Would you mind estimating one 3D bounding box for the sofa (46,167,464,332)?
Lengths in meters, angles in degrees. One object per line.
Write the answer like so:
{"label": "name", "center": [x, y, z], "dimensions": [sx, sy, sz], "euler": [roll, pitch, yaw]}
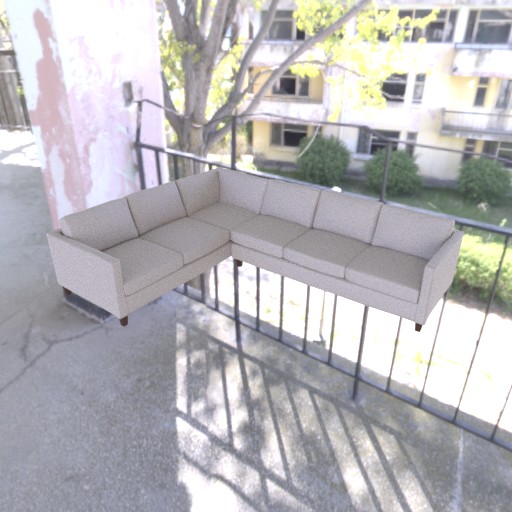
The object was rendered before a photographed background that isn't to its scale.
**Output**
{"label": "sofa", "center": [0.000, 0.000, 4.318], "dimensions": [3.182, 0.863, 2.432], "euler": [19, 32, 32]}
